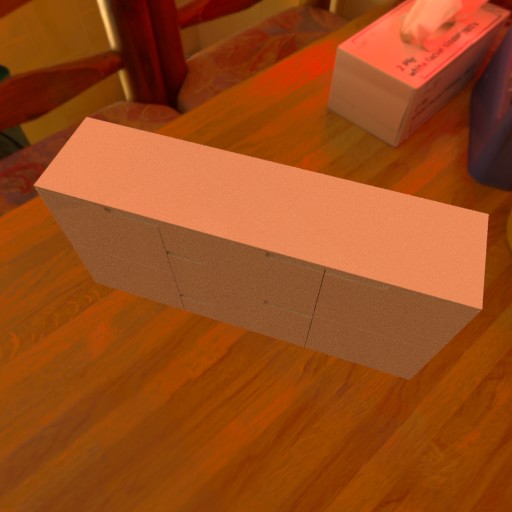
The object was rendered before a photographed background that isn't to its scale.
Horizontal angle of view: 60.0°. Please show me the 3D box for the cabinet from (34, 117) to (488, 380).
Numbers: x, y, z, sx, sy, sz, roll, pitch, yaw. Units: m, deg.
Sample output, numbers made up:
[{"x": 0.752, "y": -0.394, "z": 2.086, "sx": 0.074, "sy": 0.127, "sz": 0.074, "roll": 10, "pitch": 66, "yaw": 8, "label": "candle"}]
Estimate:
[{"x": 0.000, "y": 0.000, "z": 1.989, "sx": 1.650, "sy": 0.800, "sz": 0.400, "roll": 16, "pitch": 60, "yaw": 9, "label": "cabinet"}]
